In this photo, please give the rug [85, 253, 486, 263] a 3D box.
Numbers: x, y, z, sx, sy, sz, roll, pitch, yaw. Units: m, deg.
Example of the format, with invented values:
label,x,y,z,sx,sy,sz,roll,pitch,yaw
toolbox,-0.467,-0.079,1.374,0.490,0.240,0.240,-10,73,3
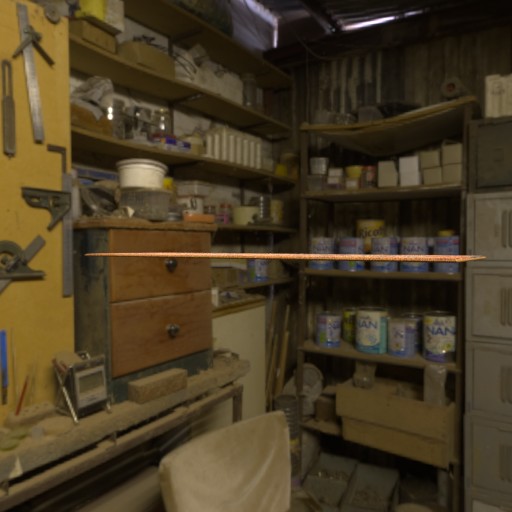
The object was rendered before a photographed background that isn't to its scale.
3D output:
label,x,y,z,sx,sy,sz,roll,pitch,yaw
rug,0.000,0.000,2.035,1.820,0.013,0.556,1,1,35
